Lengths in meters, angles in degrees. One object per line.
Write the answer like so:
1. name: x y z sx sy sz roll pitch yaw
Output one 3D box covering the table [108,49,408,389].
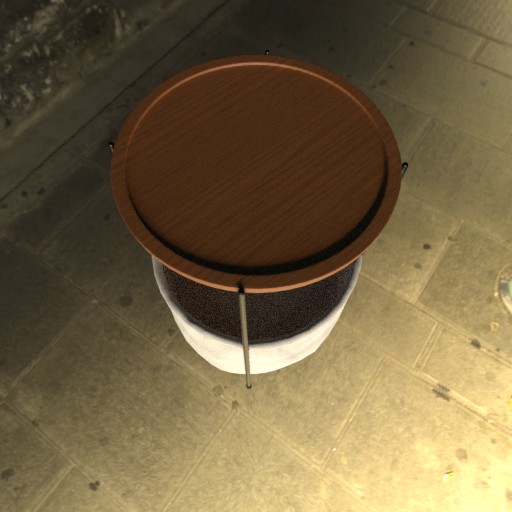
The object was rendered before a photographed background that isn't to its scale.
1. table: 0.000 0.000 0.871 0.393 0.623 0.393 -37 69 -16
